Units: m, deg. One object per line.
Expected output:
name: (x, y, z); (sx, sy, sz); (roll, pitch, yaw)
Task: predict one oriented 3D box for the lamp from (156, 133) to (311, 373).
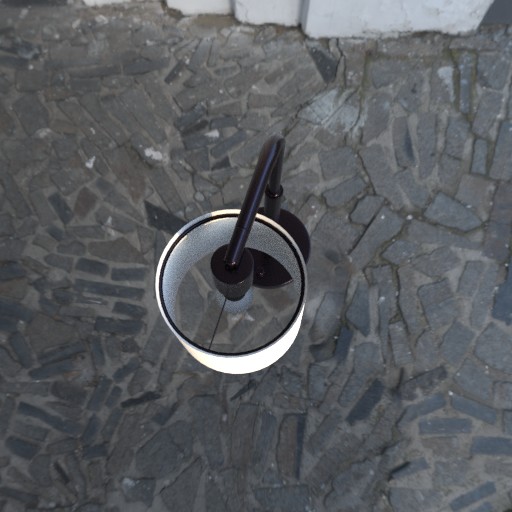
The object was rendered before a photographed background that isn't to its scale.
lamp: (0.000, 0.000, 0.633); (0.171, 0.489, 0.333); (17, 76, 4)
